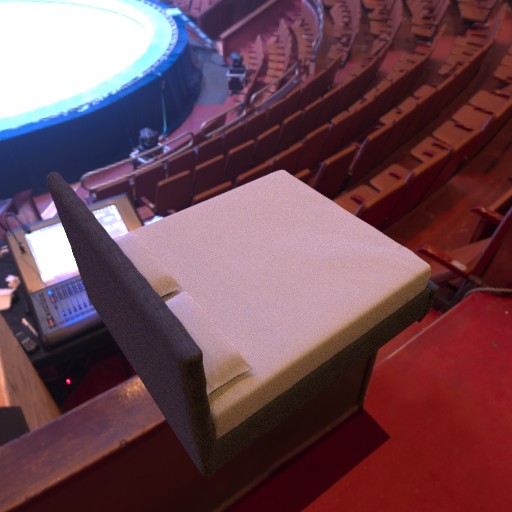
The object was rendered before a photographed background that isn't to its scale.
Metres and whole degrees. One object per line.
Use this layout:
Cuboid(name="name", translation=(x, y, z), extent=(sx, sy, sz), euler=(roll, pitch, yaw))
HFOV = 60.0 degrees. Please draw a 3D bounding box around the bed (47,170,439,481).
Cuboid(name="bed", translation=(0.000, 0.000, 3.653), extent=(2.387, 1.427, 2.078), euler=(-27, 48, -27))
